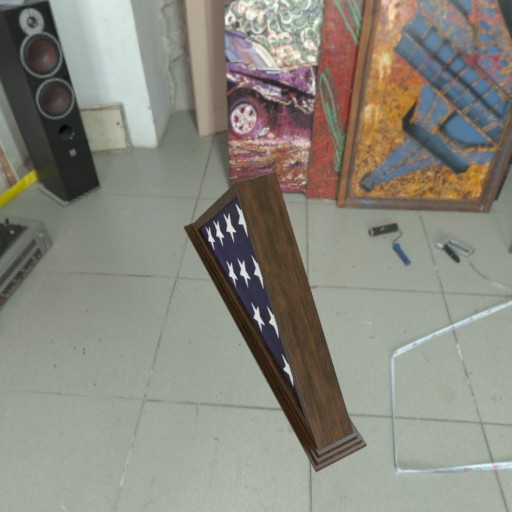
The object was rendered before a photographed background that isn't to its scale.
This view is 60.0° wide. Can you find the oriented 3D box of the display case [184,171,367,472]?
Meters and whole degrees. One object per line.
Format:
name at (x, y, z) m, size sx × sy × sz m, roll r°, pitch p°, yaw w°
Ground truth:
display case at (0.000, 0.000, 0.793) m, size 0.095 × 0.340 × 0.640 m, roll -18°, pitch 48°, yaw -18°
